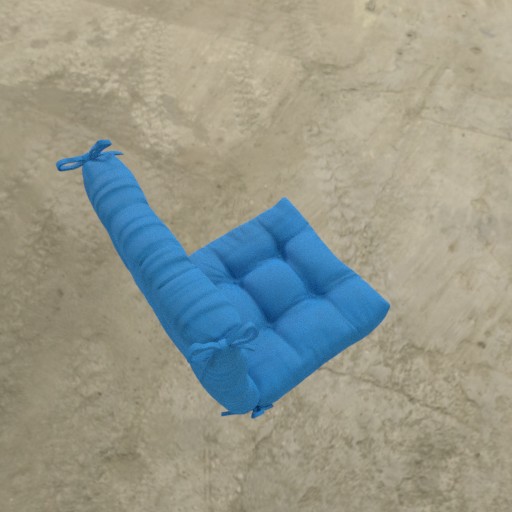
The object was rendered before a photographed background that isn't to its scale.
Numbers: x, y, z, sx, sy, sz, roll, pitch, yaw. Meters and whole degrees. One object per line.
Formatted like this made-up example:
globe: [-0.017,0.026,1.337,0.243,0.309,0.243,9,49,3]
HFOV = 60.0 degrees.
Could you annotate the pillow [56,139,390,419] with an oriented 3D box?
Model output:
pillow: [0.000,0.000,1.026,0.571,0.605,0.519,-31,62,-18]
